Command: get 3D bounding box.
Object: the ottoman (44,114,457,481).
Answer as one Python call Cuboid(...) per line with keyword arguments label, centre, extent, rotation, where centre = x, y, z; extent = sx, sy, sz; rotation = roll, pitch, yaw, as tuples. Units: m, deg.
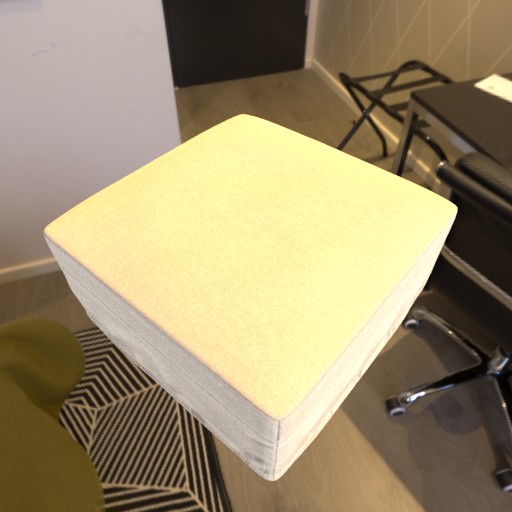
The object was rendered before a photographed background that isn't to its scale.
Cuboid(label="ottoman", centre=(0.000, 0.000, 1.332), extent=(0.840, 0.436, 0.843), rotation=(32, 54, 26))
